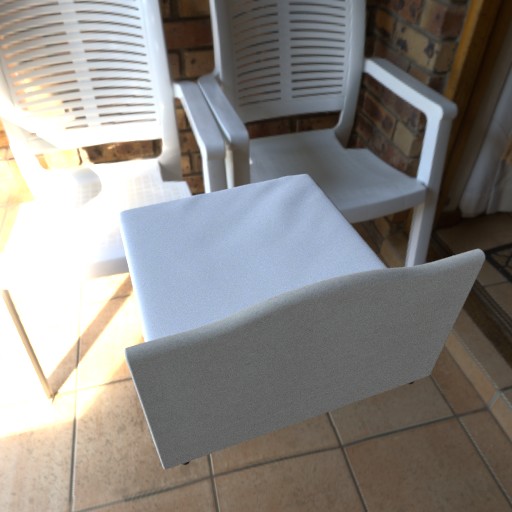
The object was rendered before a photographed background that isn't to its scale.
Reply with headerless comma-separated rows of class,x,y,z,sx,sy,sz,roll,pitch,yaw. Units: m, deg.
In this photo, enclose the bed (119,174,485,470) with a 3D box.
bed,0.000,0.000,3.474,2.083,1.421,2.182,-14,44,-15
